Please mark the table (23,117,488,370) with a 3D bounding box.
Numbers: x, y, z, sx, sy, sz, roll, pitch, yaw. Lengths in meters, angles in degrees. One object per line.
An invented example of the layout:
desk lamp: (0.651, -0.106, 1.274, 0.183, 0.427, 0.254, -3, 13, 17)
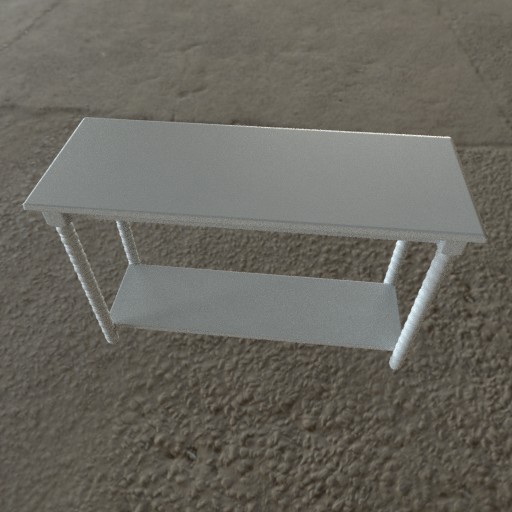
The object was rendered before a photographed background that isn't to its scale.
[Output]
table: (0.000, 0.000, 1.534, 1.184, 0.740, 0.459, 4, 47, 4)
